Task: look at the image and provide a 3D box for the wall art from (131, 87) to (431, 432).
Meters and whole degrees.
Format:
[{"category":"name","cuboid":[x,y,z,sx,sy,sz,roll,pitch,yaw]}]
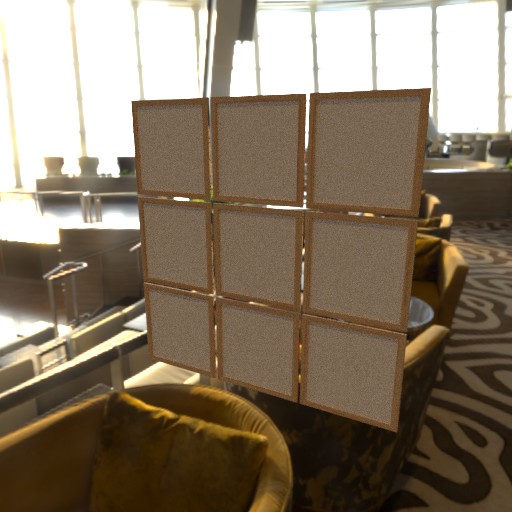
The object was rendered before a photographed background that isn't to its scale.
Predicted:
[{"category":"wall art","cuboid":[0.000,0.000,2.244,1.519,1.534,0.013,8,17,27]}]
